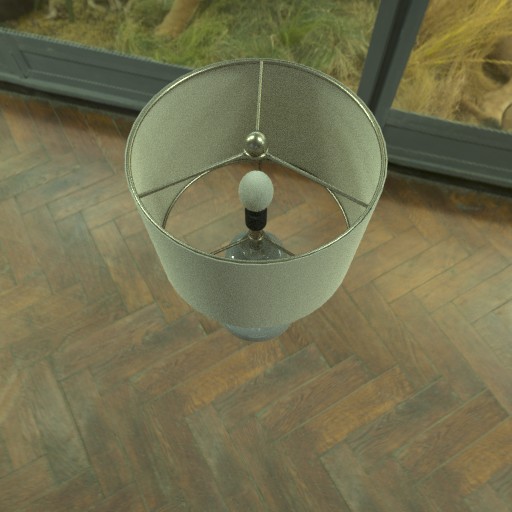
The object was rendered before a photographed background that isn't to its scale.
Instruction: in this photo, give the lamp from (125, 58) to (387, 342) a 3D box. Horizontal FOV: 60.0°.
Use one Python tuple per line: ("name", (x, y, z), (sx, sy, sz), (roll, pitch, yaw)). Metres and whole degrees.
("lamp", (0.000, 0.000, 0.925), (0.367, 0.730, 0.367), (-14, 64, -7))
